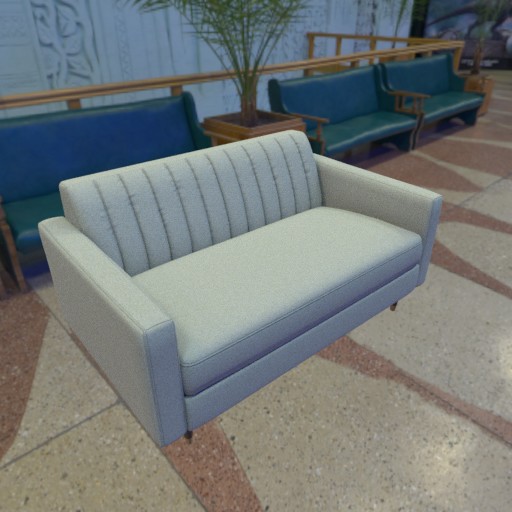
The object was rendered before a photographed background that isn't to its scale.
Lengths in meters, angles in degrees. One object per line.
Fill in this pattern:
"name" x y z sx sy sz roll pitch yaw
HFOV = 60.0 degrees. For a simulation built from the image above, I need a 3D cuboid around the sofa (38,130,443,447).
"sofa" 0.000 0.000 2.077 1.585 0.801 0.950 -23 37 -34
